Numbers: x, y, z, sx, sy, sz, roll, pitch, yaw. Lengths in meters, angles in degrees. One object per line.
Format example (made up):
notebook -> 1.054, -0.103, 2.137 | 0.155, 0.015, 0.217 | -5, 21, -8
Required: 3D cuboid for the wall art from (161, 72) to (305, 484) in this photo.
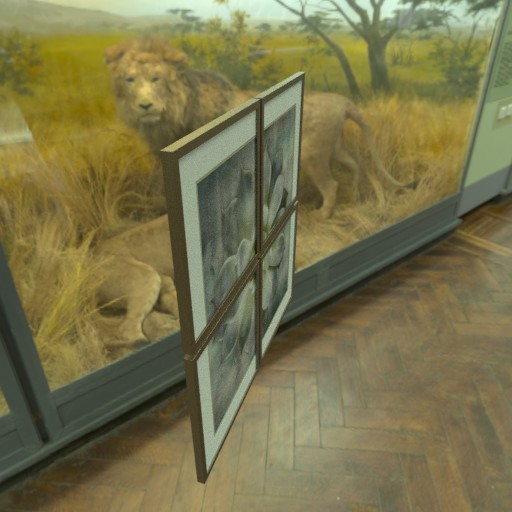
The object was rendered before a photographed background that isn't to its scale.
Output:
wall art -> 0.000, 0.000, 1.508 | 0.030, 1.032, 1.032 | 10, 32, 16
